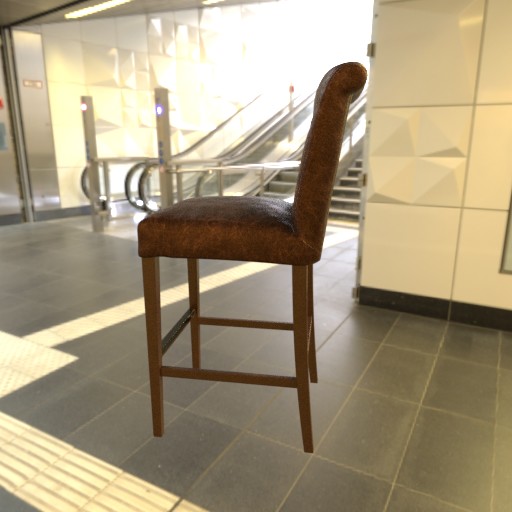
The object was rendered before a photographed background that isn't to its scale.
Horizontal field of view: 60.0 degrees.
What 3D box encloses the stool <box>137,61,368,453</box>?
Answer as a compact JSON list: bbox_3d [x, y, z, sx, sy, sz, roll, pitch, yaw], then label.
[{"bbox_3d":[0.000,0.000,1.522,0.659,1.168,0.483,2,15,9],"label":"stool"}]
